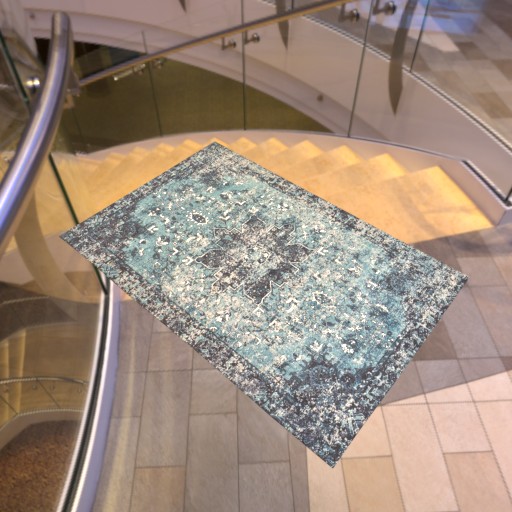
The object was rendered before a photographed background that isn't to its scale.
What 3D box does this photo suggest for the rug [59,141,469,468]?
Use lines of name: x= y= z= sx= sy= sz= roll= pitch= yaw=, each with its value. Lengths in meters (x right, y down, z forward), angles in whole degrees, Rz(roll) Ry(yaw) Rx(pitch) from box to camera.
rug: x=0.000 y=0.000 z=2.351 sx=1.828 sy=0.005 sz=1.219 roll=33 pitch=56 yaw=26
